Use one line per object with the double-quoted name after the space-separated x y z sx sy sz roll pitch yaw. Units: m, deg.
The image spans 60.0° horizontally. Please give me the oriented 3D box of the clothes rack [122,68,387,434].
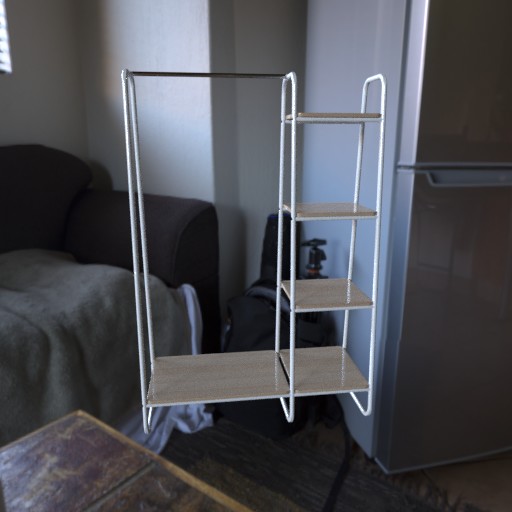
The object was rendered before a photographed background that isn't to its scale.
0.000 0.000 1.950 1.011 1.500 0.400 -2 15 -7 "clothes rack"
